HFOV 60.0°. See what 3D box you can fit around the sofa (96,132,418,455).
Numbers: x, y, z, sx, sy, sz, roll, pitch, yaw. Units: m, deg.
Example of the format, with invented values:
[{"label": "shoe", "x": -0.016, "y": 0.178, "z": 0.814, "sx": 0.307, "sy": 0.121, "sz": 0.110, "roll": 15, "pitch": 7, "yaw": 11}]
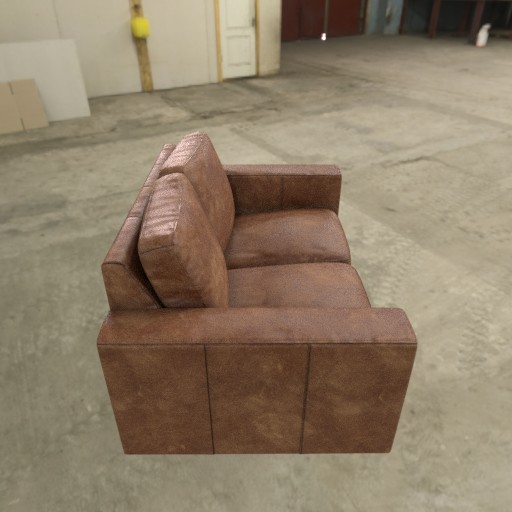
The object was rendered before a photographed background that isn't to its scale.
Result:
[{"label": "sofa", "x": 0.000, "y": 0.000, "z": 2.178, "sx": 1.041, "sy": 0.889, "sz": 1.626, "roll": 0, "pitch": 32, "yaw": 0}]
